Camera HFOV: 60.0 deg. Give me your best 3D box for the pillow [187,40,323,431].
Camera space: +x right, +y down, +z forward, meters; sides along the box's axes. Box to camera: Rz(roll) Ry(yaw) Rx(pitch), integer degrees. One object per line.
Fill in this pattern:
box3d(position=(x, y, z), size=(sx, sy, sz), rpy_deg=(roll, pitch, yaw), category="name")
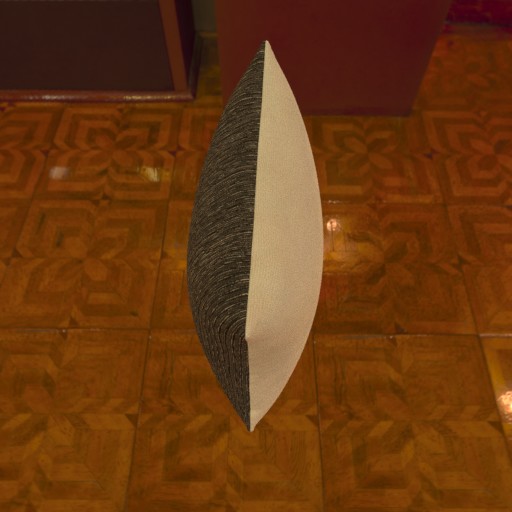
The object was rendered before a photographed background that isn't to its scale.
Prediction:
box3d(position=(0.000, 0.000, 0.676), size=(0.196, 0.434, 0.433), rpy_deg=(2, 58, 2), category="pillow")
